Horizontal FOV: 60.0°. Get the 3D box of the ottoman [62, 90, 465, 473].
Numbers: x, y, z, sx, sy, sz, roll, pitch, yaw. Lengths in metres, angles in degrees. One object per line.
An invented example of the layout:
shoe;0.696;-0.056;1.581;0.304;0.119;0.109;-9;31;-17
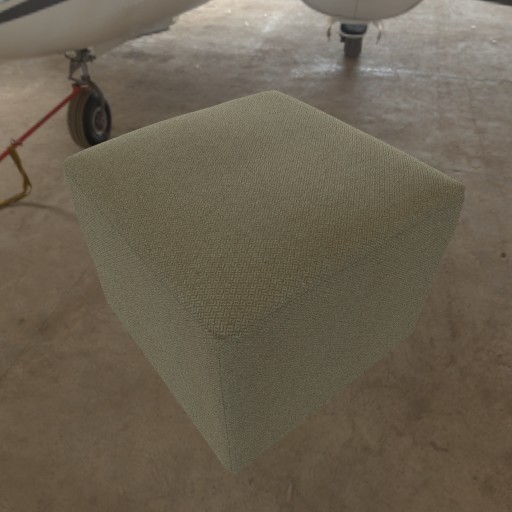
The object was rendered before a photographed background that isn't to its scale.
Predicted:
ottoman;0.000;0.000;0.891;0.512;0.453;0.521;-28;50;-27
